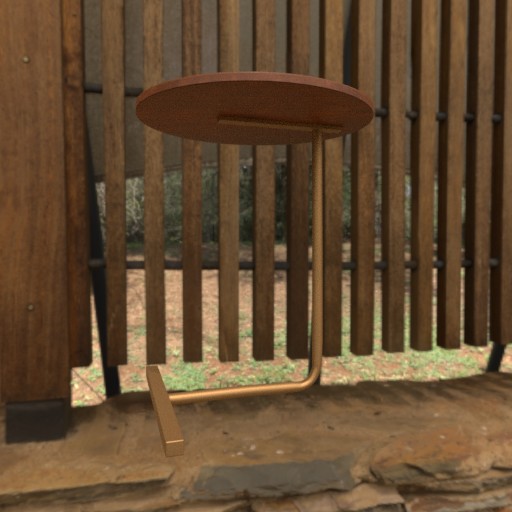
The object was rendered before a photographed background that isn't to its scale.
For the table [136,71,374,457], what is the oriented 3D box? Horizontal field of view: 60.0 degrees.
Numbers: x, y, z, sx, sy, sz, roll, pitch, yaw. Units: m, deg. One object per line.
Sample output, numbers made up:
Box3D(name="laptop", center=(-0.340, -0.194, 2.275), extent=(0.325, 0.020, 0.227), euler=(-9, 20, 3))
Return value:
Box3D(name="table", center=(0.000, 0.000, 1.108), extent=(0.577, 0.706, 0.530), euler=(0, 1, -18))
